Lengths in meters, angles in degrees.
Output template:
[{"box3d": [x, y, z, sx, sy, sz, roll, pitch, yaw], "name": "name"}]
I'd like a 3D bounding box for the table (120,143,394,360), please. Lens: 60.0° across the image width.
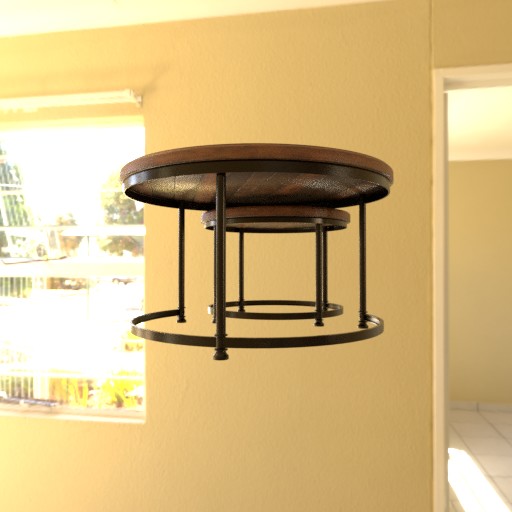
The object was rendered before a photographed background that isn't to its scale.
[{"box3d": [0.000, 0.000, 1.611, 0.870, 0.516, 1.152, 0, -1, -1], "name": "table"}]
